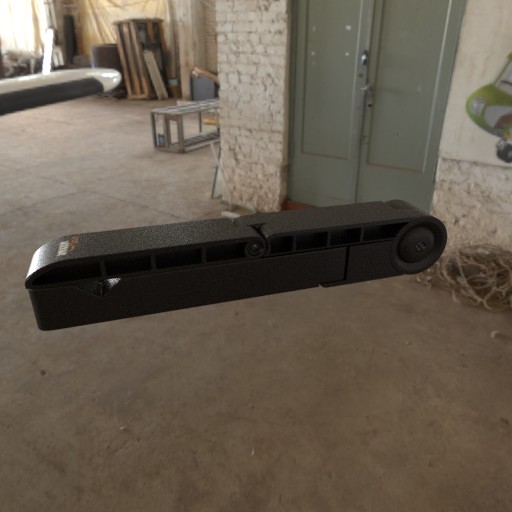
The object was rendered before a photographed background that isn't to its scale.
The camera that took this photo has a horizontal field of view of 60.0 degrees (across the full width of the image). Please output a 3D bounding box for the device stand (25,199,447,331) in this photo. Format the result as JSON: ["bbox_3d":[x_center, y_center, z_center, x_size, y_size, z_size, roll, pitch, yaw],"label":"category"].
[{"bbox_3d":[0.000,0.000,0.193,0.179,0.030,0.026,-8,27,-15],"label":"device stand"}]
